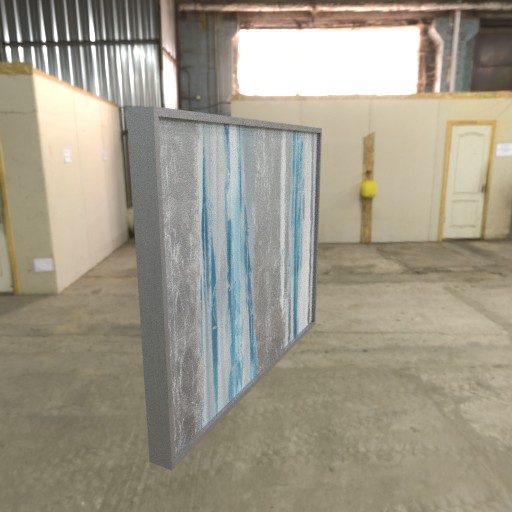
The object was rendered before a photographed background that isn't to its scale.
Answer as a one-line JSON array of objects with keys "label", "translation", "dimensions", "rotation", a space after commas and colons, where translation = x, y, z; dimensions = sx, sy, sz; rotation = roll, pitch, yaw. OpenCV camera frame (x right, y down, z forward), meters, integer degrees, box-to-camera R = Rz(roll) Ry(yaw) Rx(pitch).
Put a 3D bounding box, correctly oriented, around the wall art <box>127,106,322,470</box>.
[{"label": "wall art", "translation": [0.000, 0.000, 0.773], "dimensions": [0.037, 0.450, 0.557], "rotation": [7, 15, 26]}]
